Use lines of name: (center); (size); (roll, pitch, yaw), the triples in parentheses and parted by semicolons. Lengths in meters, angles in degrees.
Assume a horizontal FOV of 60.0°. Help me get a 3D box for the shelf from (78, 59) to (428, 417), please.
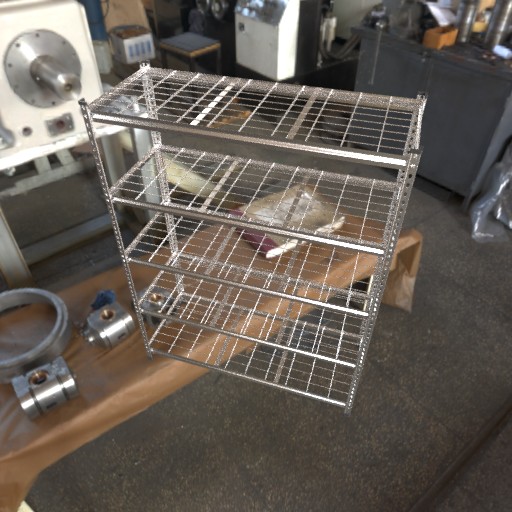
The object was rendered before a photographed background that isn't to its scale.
shelf: (0.000, 0.000, 2.720); (1.524, 1.981, 0.610); (12, 43, 13)
